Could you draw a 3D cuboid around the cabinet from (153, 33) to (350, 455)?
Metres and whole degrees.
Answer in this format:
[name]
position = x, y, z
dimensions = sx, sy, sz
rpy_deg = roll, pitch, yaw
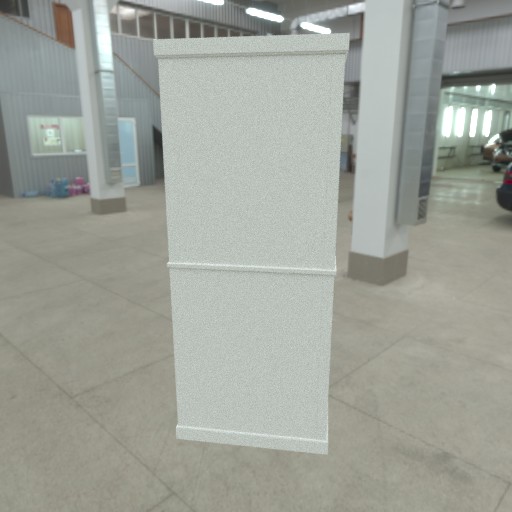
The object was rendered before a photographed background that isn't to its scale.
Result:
[cabinet]
position = 0.000, 0.000, 2.105
dimensions = 0.754, 1.829, 0.390
rpy_deg = 2, 16, 9
